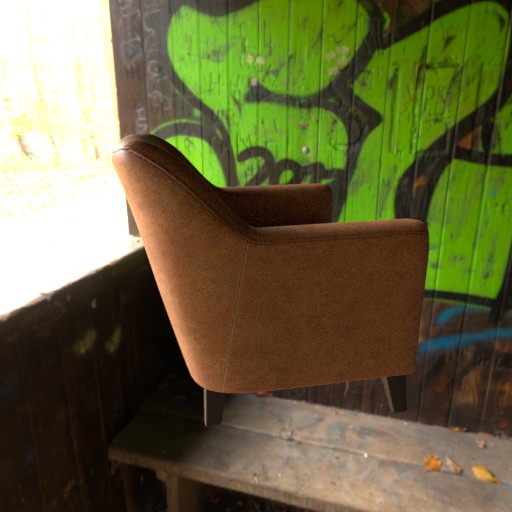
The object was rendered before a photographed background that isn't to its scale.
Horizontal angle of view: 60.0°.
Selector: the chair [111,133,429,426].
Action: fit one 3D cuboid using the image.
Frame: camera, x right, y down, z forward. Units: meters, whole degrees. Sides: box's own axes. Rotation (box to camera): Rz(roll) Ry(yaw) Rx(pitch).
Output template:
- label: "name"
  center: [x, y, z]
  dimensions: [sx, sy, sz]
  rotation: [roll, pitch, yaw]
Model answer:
- label: "chair"
  center: [0.000, 0.000, 1.844]
  dimensions: [1.034, 0.980, 1.037]
  rotation: [-3, 17, -11]
